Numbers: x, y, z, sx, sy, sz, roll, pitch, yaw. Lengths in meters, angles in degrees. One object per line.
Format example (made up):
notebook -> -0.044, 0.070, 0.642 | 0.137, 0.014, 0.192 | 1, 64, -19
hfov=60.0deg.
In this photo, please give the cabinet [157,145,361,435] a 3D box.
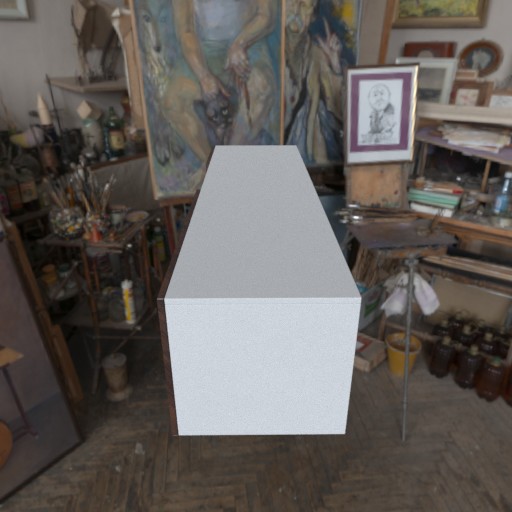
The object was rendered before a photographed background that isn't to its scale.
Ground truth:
cabinet -> 0.000, 0.000, 1.721 | 0.431, 0.533, 1.499 | 0, 26, -1
